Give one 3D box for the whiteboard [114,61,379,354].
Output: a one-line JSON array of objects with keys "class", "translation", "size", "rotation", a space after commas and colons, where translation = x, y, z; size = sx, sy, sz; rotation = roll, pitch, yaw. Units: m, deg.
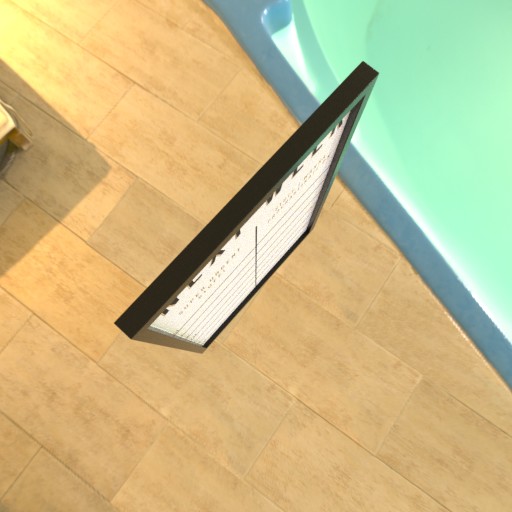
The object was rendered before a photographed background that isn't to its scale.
[{"class": "whiteboard", "translation": [0.000, 0.000, 0.776], "size": [0.026, 0.611, 0.406], "rotation": [41, 80, 9]}]
